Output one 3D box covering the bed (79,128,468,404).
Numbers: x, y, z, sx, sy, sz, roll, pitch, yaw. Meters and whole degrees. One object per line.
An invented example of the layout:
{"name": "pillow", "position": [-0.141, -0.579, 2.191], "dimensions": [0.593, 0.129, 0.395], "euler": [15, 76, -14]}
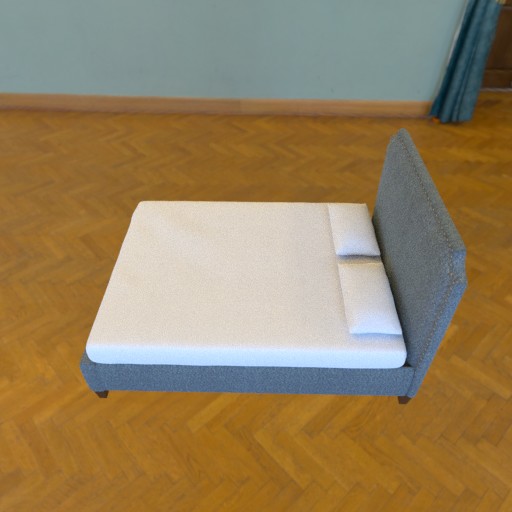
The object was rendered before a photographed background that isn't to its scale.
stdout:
{"name": "bed", "position": [0.000, 0.000, 3.412], "dimensions": [2.372, 1.443, 1.712], "euler": [1, 42, 1]}
